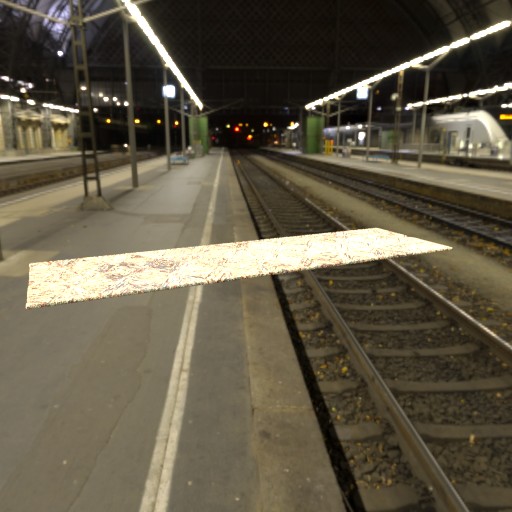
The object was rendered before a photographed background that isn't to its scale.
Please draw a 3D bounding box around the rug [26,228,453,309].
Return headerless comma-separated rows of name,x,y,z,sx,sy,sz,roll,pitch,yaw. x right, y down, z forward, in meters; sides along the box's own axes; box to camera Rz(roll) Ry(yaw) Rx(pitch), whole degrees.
rug,0.000,0.000,2.484,2.292,0.015,0.688,-7,16,-24
